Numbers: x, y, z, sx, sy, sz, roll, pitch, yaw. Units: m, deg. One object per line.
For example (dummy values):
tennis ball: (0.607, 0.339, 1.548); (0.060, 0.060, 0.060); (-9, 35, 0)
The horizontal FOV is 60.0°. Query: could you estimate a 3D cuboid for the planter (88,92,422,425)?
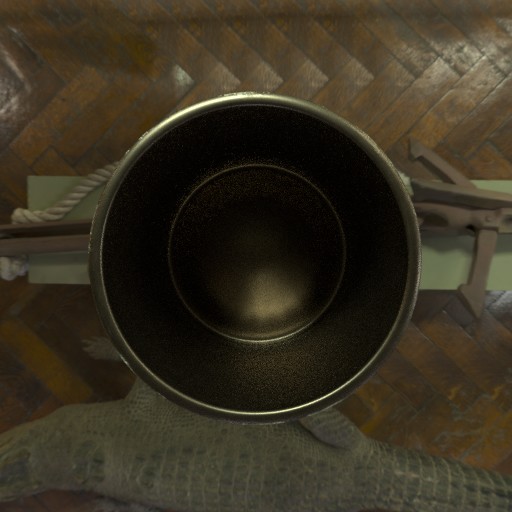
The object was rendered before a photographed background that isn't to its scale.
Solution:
planter: (0.000, 0.000, 0.385); (0.221, 0.201, 0.221); (0, 92, 1)
